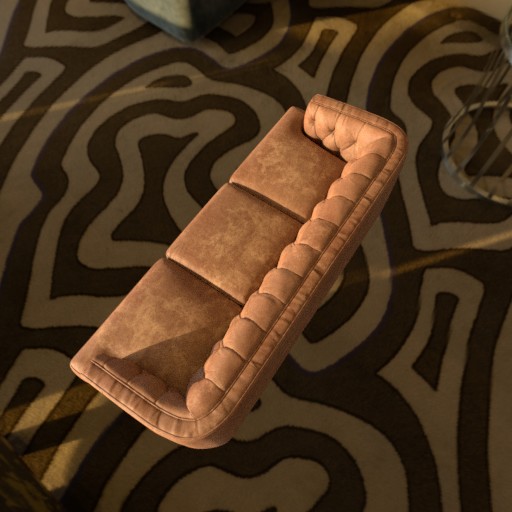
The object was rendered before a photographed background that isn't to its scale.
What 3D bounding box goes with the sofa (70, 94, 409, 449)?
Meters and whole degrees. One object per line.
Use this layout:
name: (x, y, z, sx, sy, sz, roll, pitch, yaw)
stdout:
sofa: (0.000, 0.000, 2.685, 0.922, 0.791, 2.257, 32, 68, 14)
